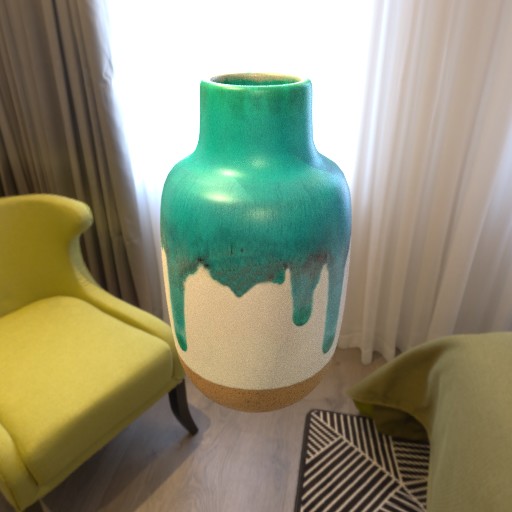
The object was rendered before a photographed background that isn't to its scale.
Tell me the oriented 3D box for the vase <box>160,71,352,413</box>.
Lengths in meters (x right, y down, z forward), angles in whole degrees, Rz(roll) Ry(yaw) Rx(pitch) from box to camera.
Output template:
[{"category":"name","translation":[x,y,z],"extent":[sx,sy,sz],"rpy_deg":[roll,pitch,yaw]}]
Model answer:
[{"category":"vase","translation":[0.000,0.000,0.255],"extent":[0.106,0.192,0.106],"rpy_deg":[0,29,0]}]
